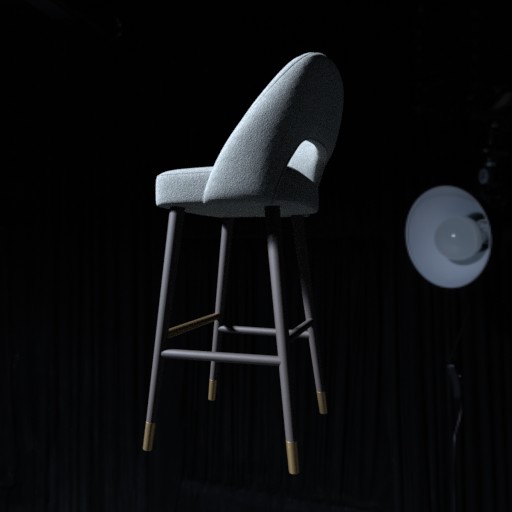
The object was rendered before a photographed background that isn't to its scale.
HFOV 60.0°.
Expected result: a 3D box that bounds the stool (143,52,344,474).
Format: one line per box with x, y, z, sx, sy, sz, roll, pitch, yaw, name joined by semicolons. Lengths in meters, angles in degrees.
0.000;0.000;1.377;0.524;1.089;0.536;0;1;19;stool
